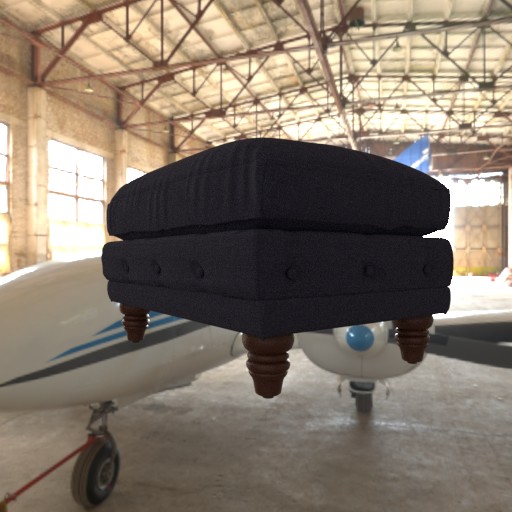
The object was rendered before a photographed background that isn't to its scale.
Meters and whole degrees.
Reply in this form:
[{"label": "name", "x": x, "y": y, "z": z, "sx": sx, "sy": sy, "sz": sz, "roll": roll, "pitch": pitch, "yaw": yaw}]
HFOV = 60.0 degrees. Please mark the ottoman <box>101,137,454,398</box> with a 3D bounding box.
[{"label": "ottoman", "x": 0.000, "y": 0.000, "z": 1.135, "sx": 0.558, "sy": 0.486, "sz": 0.767, "roll": 0, "pitch": 0, "yaw": -36}]
